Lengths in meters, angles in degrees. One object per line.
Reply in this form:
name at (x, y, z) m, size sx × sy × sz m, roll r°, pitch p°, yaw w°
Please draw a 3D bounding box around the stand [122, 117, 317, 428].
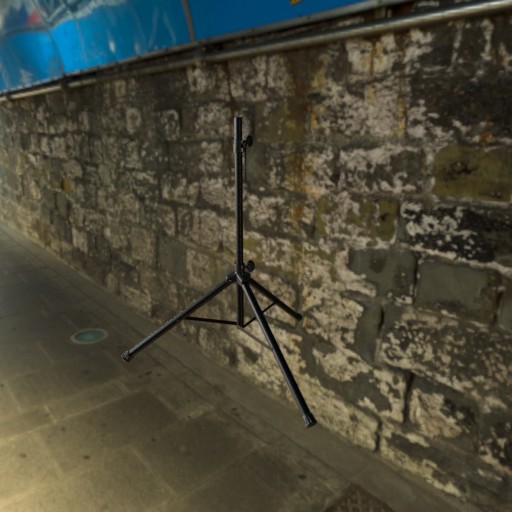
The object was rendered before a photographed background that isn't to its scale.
stand at (0.000, 0.000, 1.884) m, size 1.045 × 1.136 × 0.907 m, roll -8°, pitch 17°, yaw -26°
